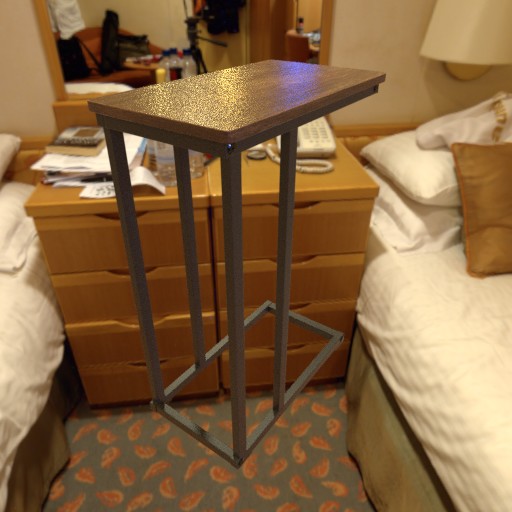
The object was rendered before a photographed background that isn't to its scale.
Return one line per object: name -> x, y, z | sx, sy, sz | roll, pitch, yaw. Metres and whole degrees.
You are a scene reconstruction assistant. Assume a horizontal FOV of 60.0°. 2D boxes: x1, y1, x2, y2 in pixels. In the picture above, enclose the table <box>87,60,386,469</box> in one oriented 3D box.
table -> 0.000, 0.000, 0.867 | 0.254, 0.637, 0.450 | 21, 38, 30
